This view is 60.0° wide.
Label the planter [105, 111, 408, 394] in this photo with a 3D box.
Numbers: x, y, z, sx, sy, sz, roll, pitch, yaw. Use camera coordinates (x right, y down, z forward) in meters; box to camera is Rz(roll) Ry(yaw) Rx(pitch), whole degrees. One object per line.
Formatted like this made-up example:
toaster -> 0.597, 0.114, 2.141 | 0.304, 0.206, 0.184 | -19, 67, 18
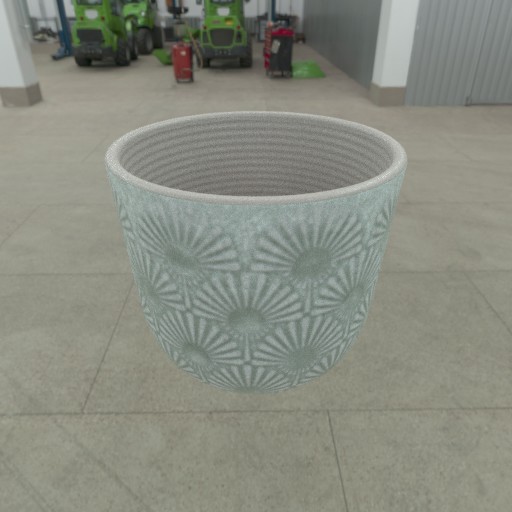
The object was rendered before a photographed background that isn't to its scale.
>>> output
planter -> 0.000, 0.000, 0.295 | 0.170, 0.152, 0.170 | 0, 30, 0
